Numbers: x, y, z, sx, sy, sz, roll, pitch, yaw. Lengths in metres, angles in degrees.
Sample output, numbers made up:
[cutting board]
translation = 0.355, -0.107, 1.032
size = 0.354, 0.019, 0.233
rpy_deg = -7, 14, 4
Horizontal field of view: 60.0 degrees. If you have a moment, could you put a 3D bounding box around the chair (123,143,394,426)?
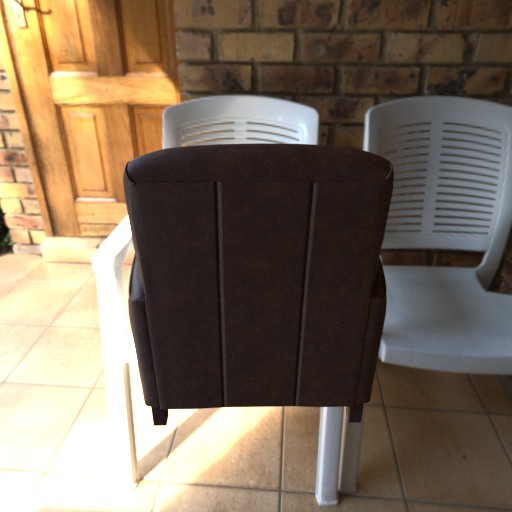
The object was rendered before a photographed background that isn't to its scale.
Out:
[chair]
translation = 0.000, 0.000, 1.640
size = 0.839, 1.010, 0.850
rpy_deg = -1, 28, -1
